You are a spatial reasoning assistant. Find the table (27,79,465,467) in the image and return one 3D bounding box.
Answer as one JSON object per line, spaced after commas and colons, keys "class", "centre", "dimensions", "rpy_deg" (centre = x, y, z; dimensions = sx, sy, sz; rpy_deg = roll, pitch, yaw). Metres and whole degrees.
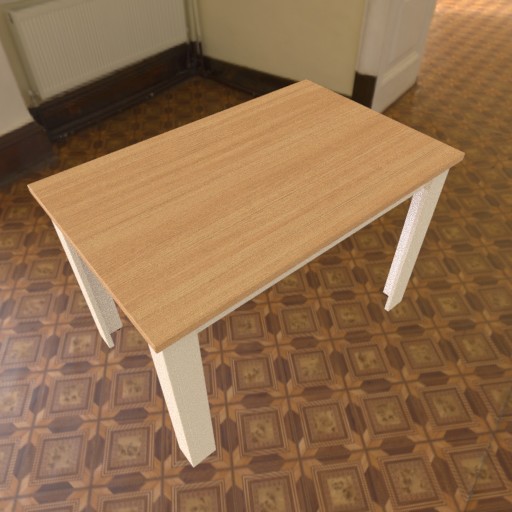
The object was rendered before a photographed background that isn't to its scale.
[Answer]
{"class": "table", "centre": [0.000, 0.000, 1.569], "dimensions": [1.100, 0.734, 0.700], "rpy_deg": [-30, 52, -27]}
